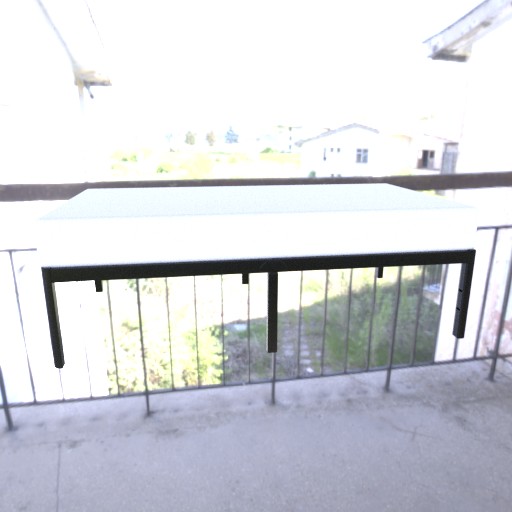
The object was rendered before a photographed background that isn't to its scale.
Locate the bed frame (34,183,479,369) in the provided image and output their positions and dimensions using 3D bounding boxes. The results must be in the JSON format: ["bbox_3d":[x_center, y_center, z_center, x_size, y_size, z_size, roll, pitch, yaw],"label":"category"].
[{"bbox_3d":[0.000,0.000,2.454,1.950,0.659,1.023,-2,16,-8],"label":"bed frame"}]
